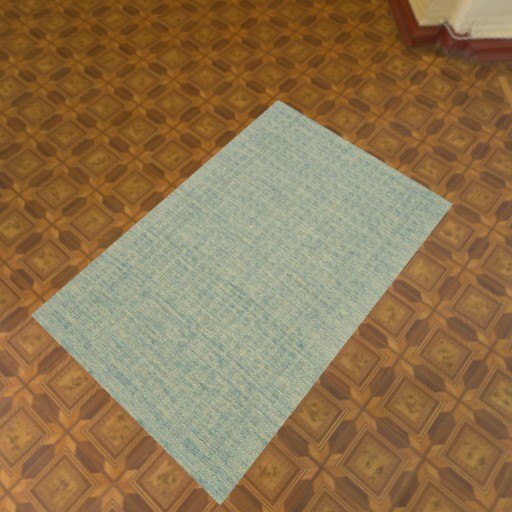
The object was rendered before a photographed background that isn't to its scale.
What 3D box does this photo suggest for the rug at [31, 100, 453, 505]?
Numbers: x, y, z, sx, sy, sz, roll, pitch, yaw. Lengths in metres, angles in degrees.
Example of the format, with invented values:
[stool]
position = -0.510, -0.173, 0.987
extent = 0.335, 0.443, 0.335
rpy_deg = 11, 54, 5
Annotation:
[rug]
position = 0.000, 0.000, 2.118
extent = 1.142, 0.006, 1.752
rpy_deg = 37, 68, 18
